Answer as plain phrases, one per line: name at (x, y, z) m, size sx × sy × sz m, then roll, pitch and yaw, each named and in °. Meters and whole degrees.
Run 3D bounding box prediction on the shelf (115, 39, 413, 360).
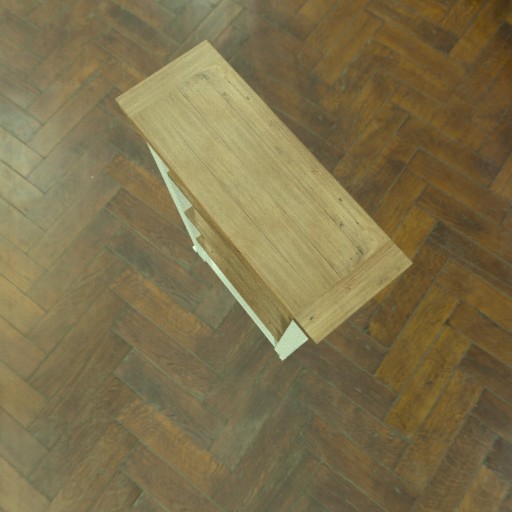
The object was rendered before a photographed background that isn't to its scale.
shelf at (0.000, 0.000, 2.294) m, size 0.381 × 1.878 × 1.022 m, roll -38°, pitch 78°, yaw -10°
